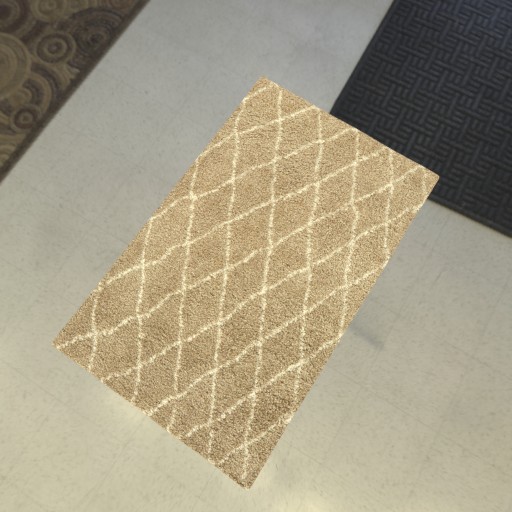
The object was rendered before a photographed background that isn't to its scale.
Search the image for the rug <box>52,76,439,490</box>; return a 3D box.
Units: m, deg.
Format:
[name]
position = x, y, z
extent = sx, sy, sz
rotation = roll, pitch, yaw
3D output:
[rug]
position = 0.000, 0.000, 2.997
extent = 1.524, 0.030, 2.438
rotation = 33, 76, 9
